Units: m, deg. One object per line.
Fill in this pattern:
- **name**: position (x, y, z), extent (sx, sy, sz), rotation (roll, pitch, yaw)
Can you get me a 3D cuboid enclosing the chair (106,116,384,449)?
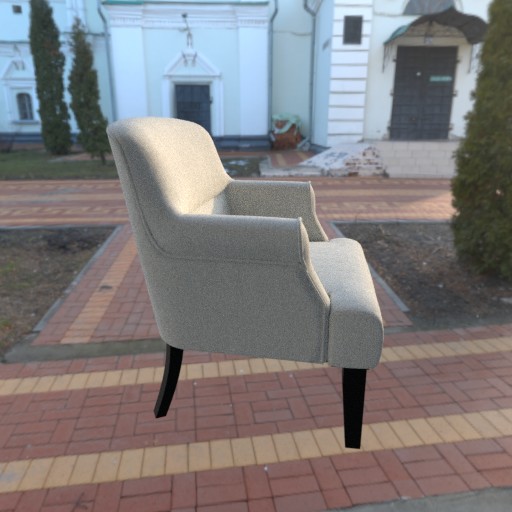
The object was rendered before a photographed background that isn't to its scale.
- **chair**: position (0.000, 0.000, 1.459), extent (0.750, 0.875, 0.781), rotation (3, 17, 8)
